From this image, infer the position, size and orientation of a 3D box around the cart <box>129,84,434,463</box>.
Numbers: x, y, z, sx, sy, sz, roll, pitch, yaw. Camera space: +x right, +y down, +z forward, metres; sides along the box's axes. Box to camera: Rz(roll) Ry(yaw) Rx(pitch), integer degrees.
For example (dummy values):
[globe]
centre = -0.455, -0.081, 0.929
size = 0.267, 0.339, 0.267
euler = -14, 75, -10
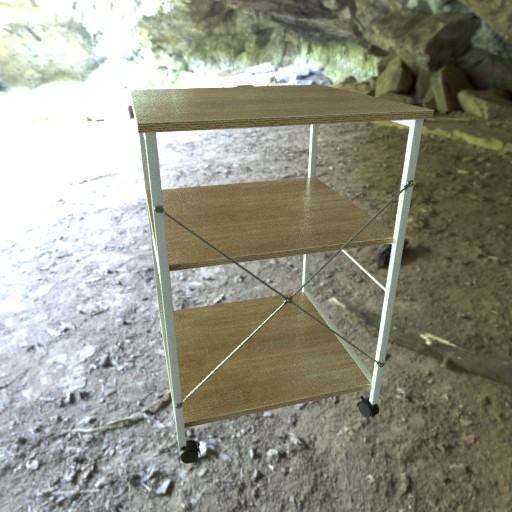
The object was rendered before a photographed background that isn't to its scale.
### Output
[cart]
centre = 0.000, 0.000, 1.128
size = 0.521, 0.762, 0.520
euler = -7, 27, -14
